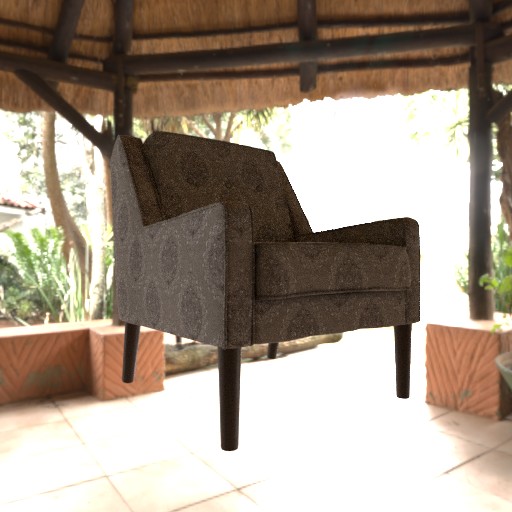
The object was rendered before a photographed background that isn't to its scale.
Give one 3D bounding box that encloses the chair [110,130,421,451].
[{"bbox_3d":[0.000,0.000,1.332,0.665,0.797,0.750,0,0,-35],"label":"chair"}]
